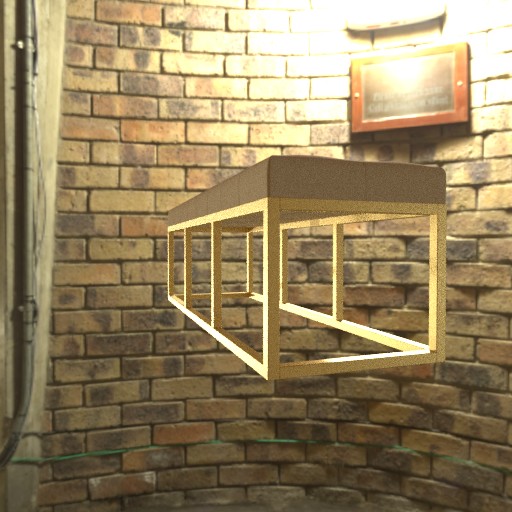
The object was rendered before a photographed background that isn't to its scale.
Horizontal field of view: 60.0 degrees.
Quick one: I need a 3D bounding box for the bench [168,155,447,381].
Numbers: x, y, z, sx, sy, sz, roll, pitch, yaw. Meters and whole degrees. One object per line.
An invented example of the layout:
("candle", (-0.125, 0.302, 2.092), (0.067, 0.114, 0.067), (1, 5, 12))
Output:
("bench", (0.000, 0.000, 1.680), (0.457, 0.484, 1.473), (0, 1, -19))
